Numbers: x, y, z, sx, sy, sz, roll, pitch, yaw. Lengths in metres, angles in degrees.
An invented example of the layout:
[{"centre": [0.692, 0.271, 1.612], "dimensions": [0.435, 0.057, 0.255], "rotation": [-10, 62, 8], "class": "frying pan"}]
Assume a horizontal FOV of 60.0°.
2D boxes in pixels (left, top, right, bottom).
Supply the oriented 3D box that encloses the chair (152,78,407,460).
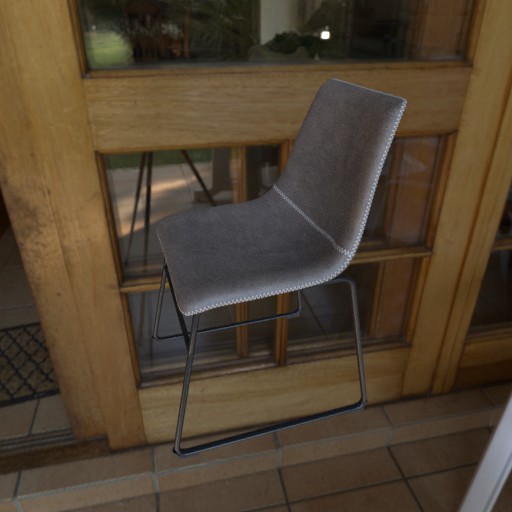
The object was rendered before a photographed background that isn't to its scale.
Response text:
[{"centre": [0.000, 0.000, 1.114], "dimensions": [0.550, 0.780, 0.460], "rotation": [-9, 30, -16], "class": "chair"}]
